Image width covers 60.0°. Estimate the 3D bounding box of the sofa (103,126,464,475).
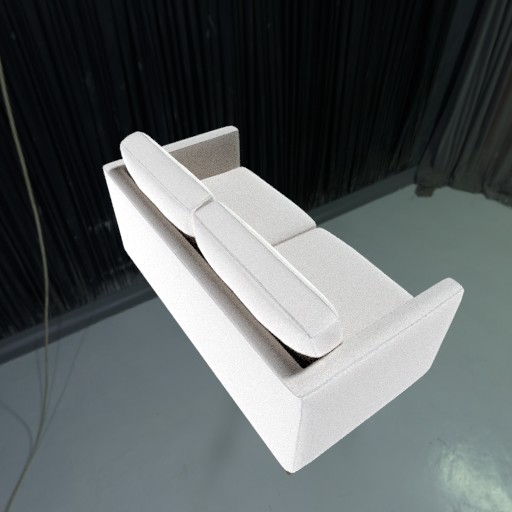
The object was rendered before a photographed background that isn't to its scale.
[{"bbox_3d":[0.000,0.000,2.232,0.873,0.888,1.722,-25,48,-25],"label":"sofa"}]
